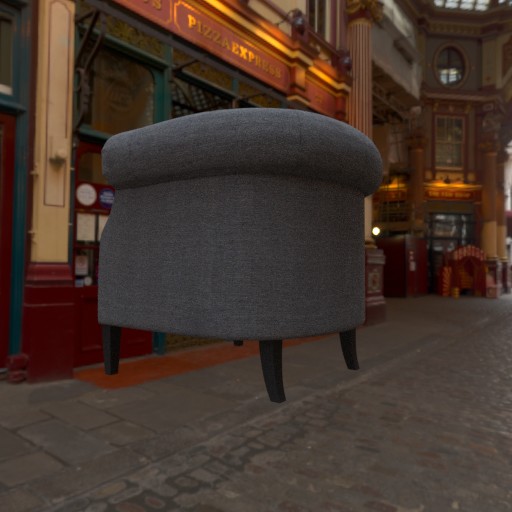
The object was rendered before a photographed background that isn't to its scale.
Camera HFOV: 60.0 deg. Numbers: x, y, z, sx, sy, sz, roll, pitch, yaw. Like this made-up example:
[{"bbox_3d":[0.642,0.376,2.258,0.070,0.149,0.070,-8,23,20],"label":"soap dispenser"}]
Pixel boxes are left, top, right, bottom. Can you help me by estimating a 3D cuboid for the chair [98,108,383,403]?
[{"bbox_3d":[0.000,0.000,1.603,0.852,0.827,0.905,-1,-1,38],"label":"chair"}]
